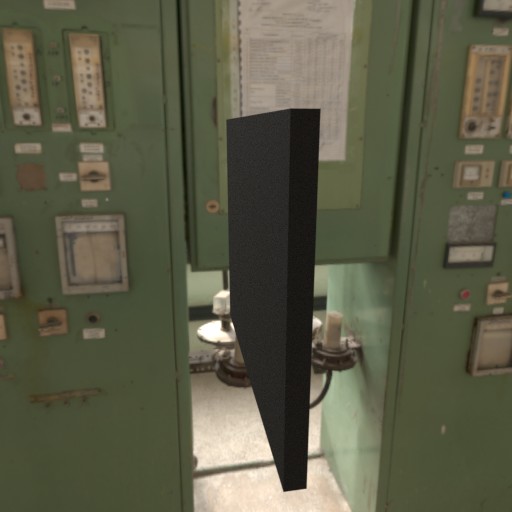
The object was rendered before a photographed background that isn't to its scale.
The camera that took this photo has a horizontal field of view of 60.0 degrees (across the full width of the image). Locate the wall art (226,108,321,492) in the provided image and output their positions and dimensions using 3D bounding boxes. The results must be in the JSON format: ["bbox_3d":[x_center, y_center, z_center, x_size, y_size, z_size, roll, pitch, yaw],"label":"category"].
[{"bbox_3d":[0.000,0.000,0.759,0.031,0.457,0.558,-3,16,-10],"label":"wall art"}]
